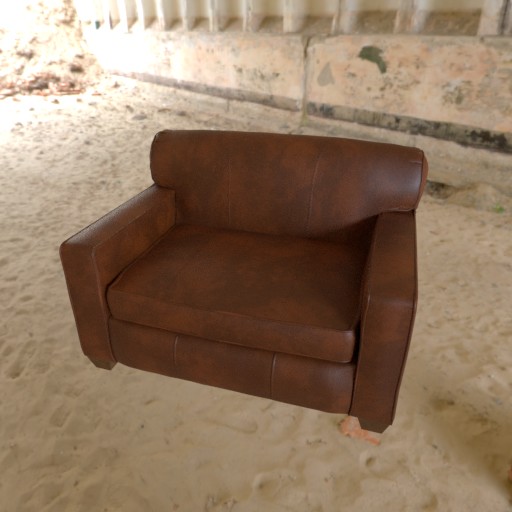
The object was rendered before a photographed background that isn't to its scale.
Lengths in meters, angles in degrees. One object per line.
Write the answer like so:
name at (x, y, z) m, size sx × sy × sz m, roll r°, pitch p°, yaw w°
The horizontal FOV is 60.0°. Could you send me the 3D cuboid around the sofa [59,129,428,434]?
sofa at (0.000, 0.000, 2.048) m, size 1.413 × 0.956 × 1.000 m, roll 8°, pitch 29°, yaw 15°
